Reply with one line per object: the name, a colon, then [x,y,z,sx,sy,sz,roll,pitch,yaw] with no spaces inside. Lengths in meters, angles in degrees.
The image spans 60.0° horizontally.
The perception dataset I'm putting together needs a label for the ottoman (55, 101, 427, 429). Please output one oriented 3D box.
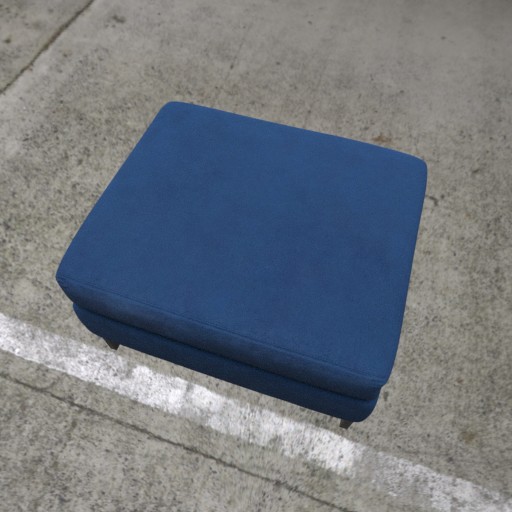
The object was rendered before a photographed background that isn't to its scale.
ottoman: [0.000,0.000,1.225,0.794,0.485,0.655,16,60,10]
